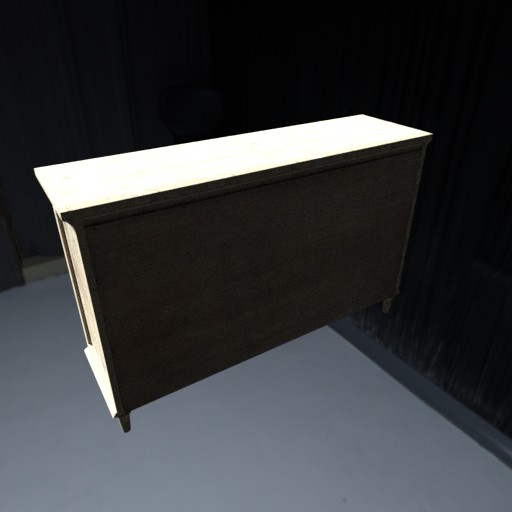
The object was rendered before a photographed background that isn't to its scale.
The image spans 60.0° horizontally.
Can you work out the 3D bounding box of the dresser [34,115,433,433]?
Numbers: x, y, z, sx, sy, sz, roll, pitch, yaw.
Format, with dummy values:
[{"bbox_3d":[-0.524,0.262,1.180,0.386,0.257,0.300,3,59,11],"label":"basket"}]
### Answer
[{"bbox_3d":[0.000,0.000,2.078,1.626,1.016,0.457,-18,34,-27],"label":"dresser"}]
